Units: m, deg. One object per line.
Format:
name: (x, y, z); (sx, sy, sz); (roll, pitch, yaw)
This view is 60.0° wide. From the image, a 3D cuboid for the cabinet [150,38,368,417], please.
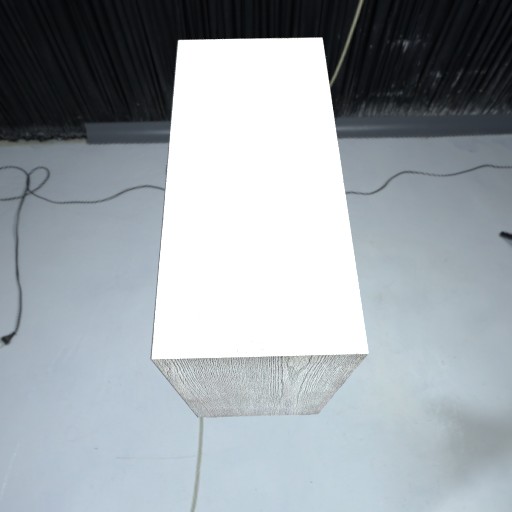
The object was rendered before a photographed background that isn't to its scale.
cabinet: (0.000, 0.000, 1.246); (0.370, 0.787, 0.781); (-1, 62, -1)
